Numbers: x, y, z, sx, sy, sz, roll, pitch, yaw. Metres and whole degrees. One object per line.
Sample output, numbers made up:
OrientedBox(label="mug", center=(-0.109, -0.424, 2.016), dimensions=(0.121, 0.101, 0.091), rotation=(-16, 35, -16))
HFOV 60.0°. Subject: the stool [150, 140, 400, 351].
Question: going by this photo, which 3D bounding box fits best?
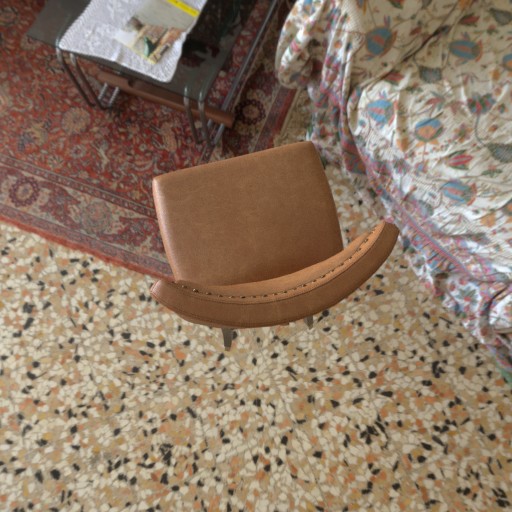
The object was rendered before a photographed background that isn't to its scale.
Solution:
OrientedBox(label="stool", center=(0.000, 0.000, 1.419), dimensions=(0.526, 1.092, 0.563), rotation=(-14, 75, -4))
